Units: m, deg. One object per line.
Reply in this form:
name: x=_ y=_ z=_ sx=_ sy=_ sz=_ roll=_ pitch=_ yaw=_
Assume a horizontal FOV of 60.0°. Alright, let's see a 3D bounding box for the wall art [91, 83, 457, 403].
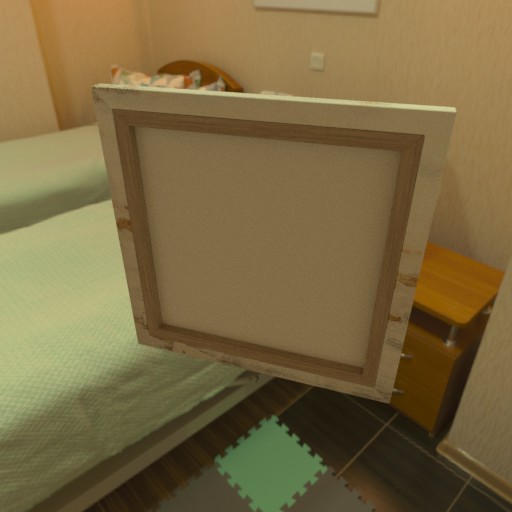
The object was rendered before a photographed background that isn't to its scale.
wall art: x=0.000 y=0.000 z=1.088 sx=0.753 sy=0.755 sz=0.038 roll=10 pitch=33 yaw=15
